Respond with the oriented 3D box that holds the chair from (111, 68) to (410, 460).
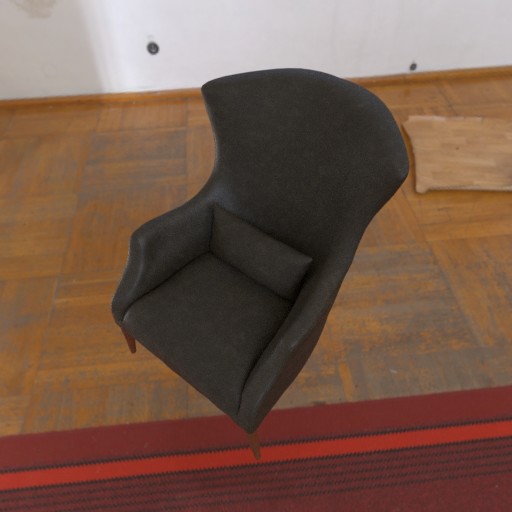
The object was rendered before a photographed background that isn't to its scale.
[{"bbox_3d":[0.000,0.000,1.711,0.819,1.068,0.954,31,55,25],"label":"chair"}]
